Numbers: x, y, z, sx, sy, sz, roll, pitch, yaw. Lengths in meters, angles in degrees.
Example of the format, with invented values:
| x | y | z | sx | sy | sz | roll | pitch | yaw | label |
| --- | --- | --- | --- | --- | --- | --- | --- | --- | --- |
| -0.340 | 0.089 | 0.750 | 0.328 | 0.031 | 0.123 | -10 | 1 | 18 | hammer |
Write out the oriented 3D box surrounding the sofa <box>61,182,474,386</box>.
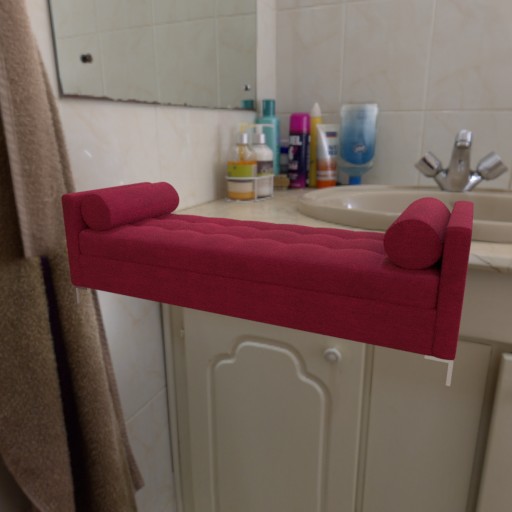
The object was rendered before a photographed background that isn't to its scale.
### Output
| x | y | z | sx | sy | sz | roll | pitch | yaw | label |
| --- | --- | --- | --- | --- | --- | --- | --- | --- | --- |
| 0.000 | 0.000 | 2.309 | 1.981 | 0.635 | 0.686 | 7 | 17 | 25 | sofa |
